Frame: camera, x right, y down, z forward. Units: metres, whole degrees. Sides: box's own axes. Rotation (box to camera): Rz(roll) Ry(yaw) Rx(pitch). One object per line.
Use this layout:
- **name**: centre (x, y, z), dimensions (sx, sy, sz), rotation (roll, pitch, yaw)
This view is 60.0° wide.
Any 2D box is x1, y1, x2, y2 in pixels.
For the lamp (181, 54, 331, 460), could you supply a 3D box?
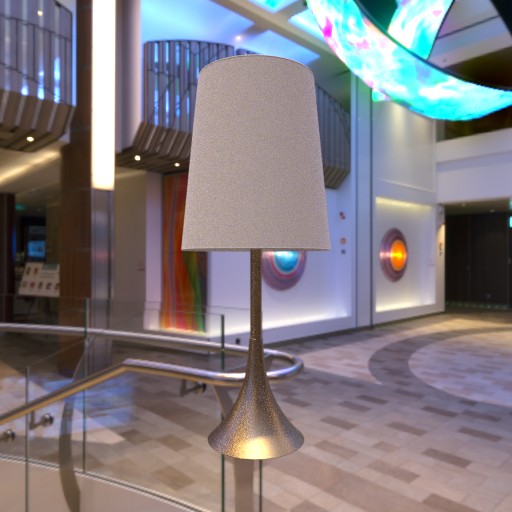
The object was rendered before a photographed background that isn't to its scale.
- **lamp**: centre (0.000, 0.000, 0.694), dimensions (0.231, 0.569, 0.231), rotation (0, 0, 0)
